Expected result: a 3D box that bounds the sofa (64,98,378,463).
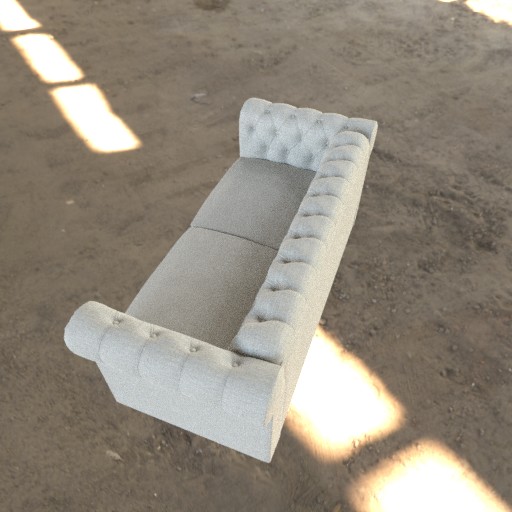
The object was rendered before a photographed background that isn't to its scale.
[{"bbox_3d":[0.000,0.000,2.248,0.783,0.797,1.798,16,49,14],"label":"sofa"}]
